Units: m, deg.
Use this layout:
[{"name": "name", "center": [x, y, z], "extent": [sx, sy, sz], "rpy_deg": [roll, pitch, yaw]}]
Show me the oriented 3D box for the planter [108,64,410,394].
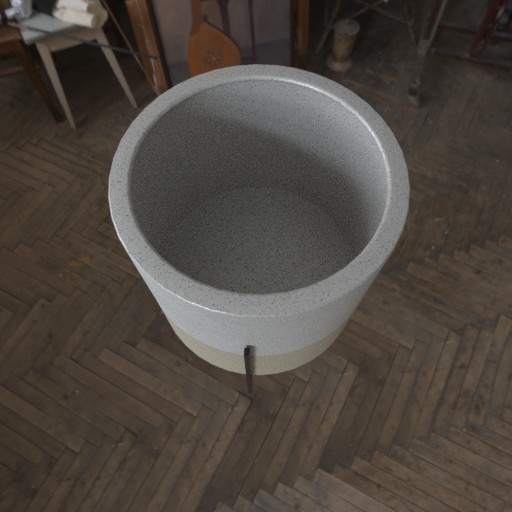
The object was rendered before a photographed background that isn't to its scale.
[{"name": "planter", "center": [0.000, 0.000, 0.743], "extent": [0.368, 0.484, 0.359], "rpy_deg": [32, 69, 14]}]
